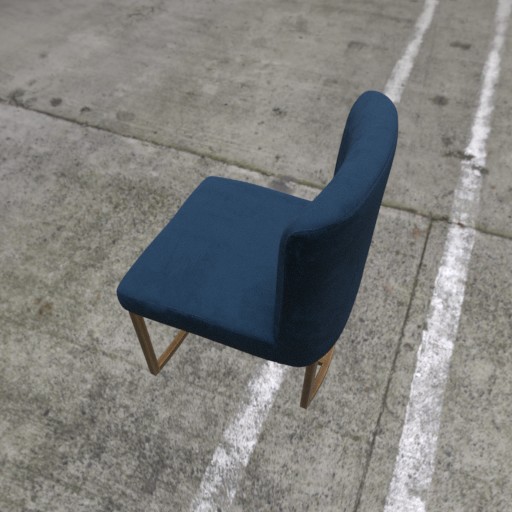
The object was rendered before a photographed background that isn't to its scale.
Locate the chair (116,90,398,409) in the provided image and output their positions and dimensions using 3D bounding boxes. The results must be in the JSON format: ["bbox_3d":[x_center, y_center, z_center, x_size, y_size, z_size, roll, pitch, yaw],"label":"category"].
[{"bbox_3d":[0.000,0.000,1.188,0.560,0.824,0.530,17,50,16],"label":"chair"}]
